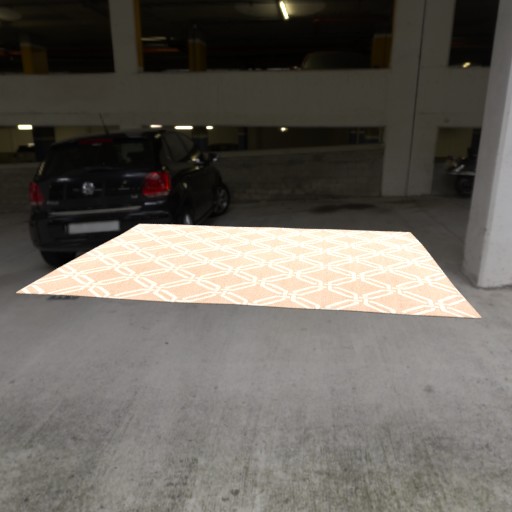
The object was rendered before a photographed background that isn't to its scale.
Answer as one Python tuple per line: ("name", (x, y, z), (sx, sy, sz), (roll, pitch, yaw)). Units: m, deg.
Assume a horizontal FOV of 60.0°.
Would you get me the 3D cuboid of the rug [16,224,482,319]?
("rug", (0.000, 0.000, 4.279), (3.365, 0.020, 2.452), (2, 17, 7))
